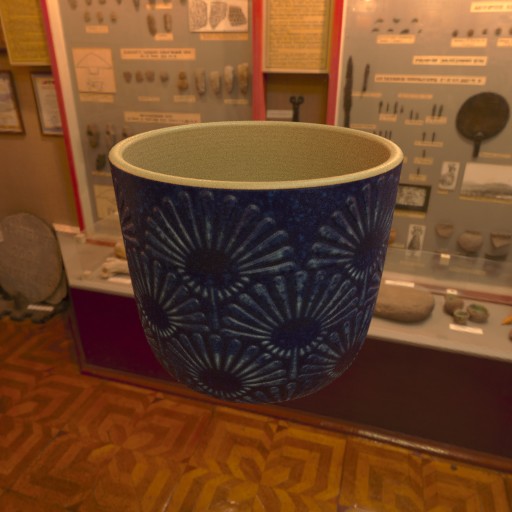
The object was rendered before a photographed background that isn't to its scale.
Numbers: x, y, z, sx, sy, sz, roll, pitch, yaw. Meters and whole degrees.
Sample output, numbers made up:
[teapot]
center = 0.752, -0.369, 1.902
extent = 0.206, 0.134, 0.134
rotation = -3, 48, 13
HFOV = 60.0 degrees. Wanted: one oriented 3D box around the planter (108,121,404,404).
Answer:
[planter]
center = 0.000, 0.000, 0.217
extent = 0.124, 0.109, 0.124
rotation = 0, 26, 0
